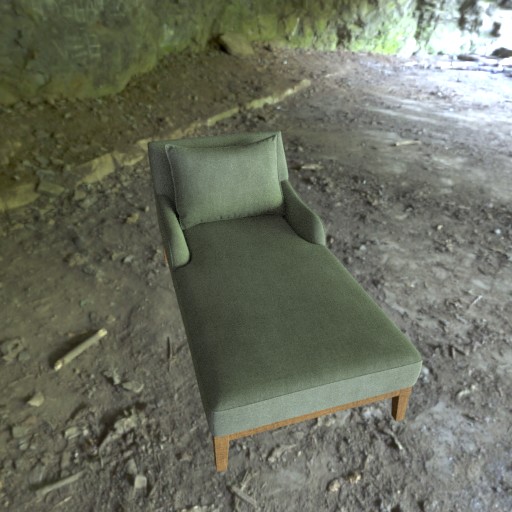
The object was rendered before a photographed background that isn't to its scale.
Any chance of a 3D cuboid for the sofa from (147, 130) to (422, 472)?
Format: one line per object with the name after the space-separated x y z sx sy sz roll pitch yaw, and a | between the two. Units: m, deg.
0.000 0.000 2.353 0.894 0.859 1.779 -9 33 -14 | sofa
